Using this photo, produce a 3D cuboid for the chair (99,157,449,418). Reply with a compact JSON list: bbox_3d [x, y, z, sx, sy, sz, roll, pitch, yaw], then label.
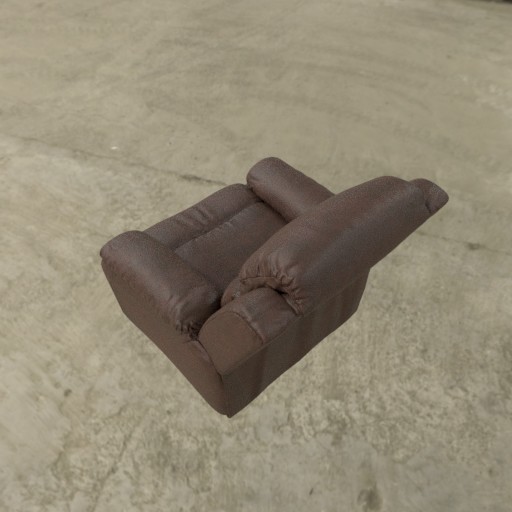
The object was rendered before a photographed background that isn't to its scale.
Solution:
[{"bbox_3d":[0.000,0.000,1.256,0.680,0.702,0.707,-33,55,-27],"label":"chair"}]
